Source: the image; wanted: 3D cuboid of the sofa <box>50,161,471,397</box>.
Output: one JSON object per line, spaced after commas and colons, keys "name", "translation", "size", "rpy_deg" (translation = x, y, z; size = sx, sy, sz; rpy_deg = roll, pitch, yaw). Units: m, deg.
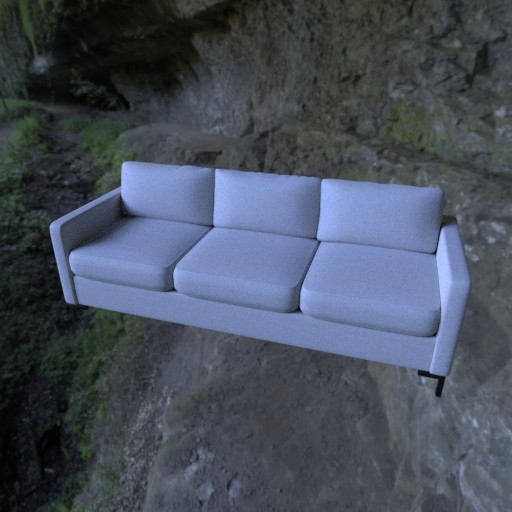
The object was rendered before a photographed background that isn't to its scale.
{"name": "sofa", "translation": [0.000, 0.000, 2.647], "size": [2.218, 0.874, 0.859], "rpy_deg": [8, 28, 16]}
